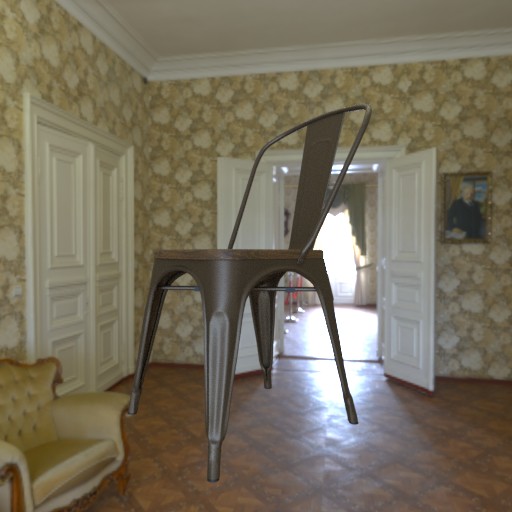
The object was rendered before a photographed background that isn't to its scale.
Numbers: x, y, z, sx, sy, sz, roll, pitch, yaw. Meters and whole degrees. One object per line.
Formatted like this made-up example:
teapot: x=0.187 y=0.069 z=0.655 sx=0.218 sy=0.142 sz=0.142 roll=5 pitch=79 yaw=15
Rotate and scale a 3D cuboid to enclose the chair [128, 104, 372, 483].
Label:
chair: x=0.000 y=0.000 z=1.160 sx=0.532 sy=0.844 sz=0.451 roll=0 pitch=0 yaw=-36
